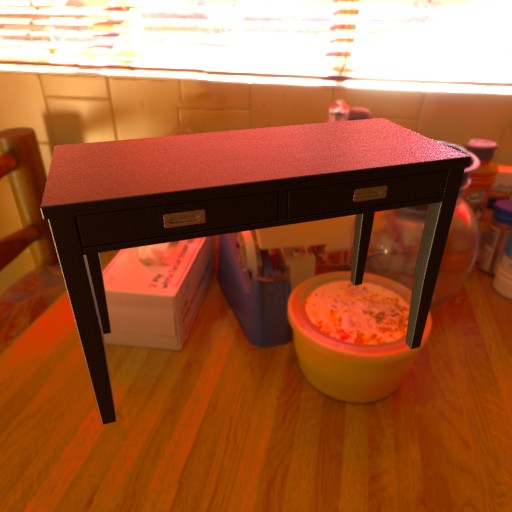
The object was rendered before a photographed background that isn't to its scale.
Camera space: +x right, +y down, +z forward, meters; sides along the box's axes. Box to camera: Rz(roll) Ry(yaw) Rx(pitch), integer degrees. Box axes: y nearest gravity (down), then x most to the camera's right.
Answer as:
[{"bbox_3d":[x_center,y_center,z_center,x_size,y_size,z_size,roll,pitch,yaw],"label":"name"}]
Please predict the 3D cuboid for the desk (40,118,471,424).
[{"bbox_3d":[0.000,0.000,1.598,1.220,0.775,0.508,-9,32,-15],"label":"desk"}]
